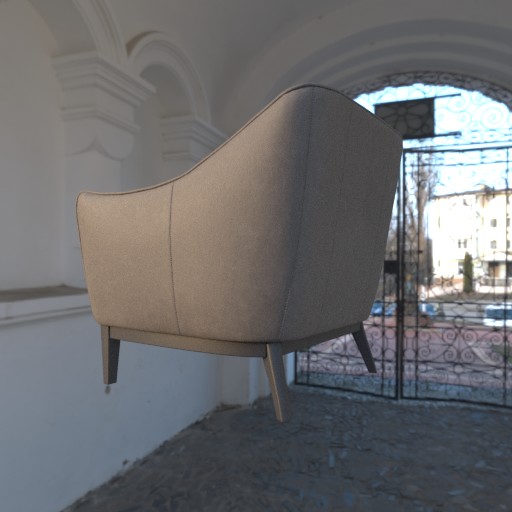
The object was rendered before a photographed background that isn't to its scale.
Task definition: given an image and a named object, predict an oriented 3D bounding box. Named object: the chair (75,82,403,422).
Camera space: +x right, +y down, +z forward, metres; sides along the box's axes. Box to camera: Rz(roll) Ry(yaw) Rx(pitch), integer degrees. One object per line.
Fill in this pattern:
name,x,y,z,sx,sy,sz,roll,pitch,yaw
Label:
chair,0.000,0.000,1.523,0.852,0.830,0.871,0,-1,36
